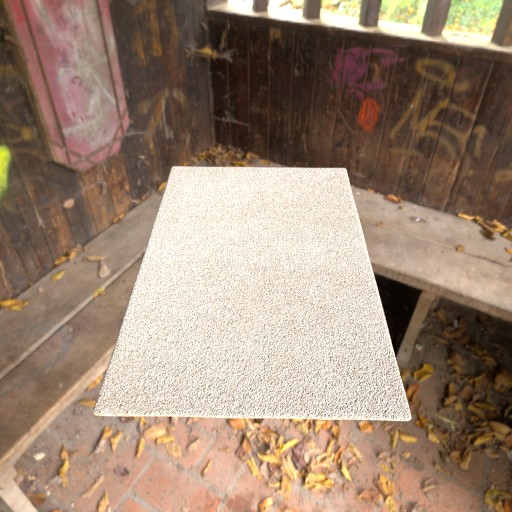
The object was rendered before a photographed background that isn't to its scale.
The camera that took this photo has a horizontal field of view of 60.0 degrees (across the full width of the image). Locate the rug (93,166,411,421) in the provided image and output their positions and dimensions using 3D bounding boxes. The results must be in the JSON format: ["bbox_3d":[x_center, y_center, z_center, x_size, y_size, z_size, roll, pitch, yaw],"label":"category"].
[{"bbox_3d":[0.000,0.000,3.496,1.778,0.030,2.743,1,41,1],"label":"rug"}]
